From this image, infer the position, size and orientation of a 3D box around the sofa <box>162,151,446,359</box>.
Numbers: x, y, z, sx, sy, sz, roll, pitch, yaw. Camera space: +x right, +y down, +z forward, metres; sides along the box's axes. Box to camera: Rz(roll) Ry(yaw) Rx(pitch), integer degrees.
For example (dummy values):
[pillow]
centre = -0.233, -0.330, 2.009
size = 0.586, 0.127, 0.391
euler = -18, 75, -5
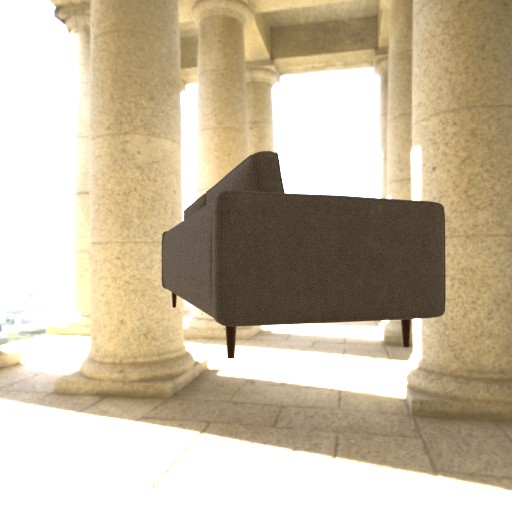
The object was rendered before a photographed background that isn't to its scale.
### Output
[sofa]
centre = 0.000, 0.000, 2.616
size = 0.919, 0.770, 2.200
euler = 0, -1, -17
